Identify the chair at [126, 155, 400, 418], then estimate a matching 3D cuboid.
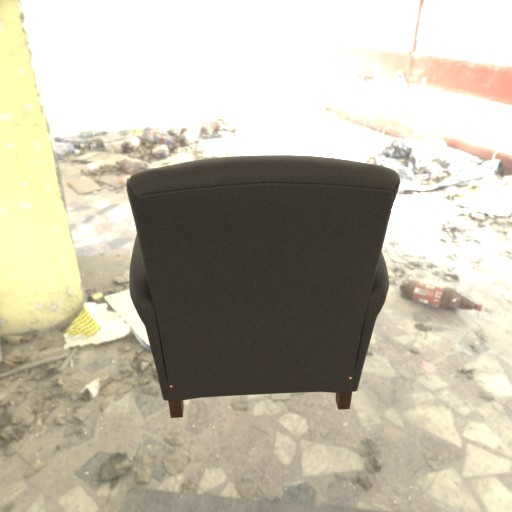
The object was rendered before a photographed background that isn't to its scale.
[{"bbox_3d":[0.000,0.000,1.778,0.978,1.061,0.902,-2,30,-3],"label":"chair"}]
